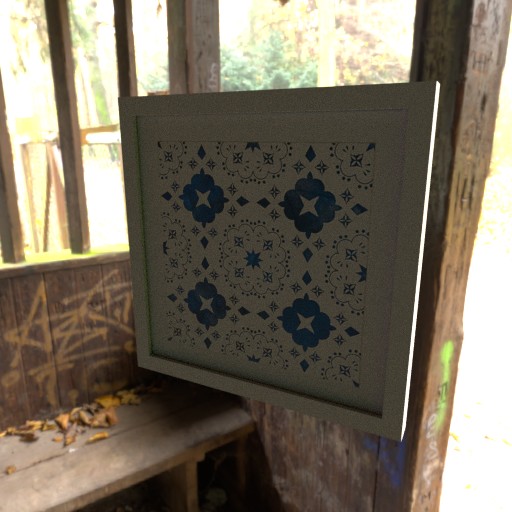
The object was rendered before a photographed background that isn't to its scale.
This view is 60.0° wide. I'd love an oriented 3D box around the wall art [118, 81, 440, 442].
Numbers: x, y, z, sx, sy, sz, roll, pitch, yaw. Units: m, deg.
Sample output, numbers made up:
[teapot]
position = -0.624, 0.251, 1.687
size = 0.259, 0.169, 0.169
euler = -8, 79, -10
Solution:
[wall art]
position = 0.000, 0.000, 0.508
size = 0.355, 0.355, 0.027
euler = 7, 17, 26
